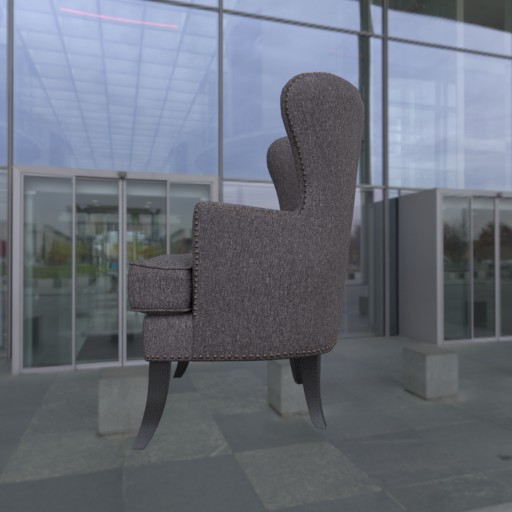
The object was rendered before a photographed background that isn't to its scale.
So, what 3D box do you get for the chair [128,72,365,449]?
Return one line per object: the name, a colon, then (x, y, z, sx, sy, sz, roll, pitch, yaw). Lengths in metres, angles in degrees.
chair: (0.000, 0.000, 1.599, 0.758, 1.060, 0.759, 0, -1, -2)
